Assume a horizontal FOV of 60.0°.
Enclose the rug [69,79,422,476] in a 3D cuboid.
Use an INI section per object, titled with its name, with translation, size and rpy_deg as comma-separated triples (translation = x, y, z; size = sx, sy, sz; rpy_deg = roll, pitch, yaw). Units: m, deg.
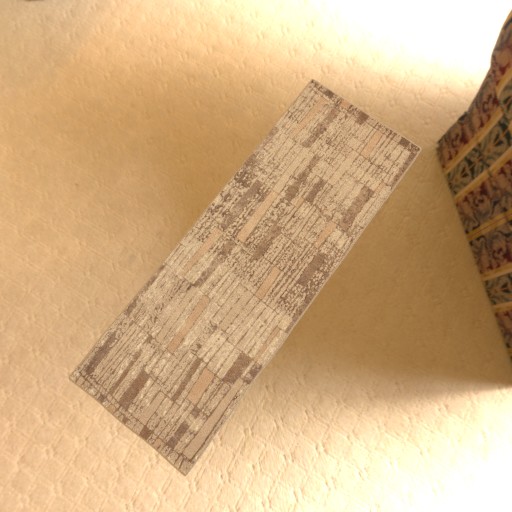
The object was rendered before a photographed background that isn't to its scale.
[rug]
translation = 0.000, 0.000, 2.639
size = 0.857, 0.018, 2.383
rpy_deg = 36, 79, 8
